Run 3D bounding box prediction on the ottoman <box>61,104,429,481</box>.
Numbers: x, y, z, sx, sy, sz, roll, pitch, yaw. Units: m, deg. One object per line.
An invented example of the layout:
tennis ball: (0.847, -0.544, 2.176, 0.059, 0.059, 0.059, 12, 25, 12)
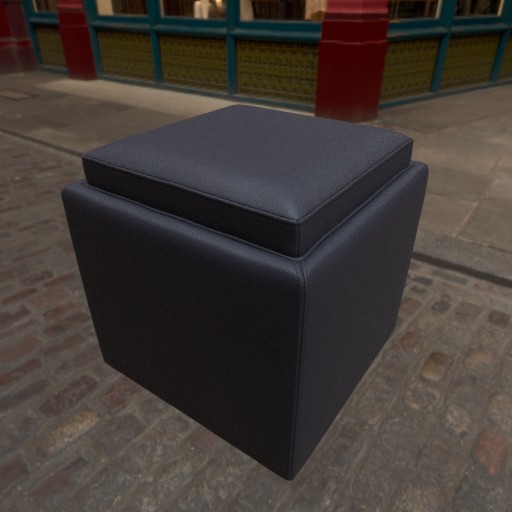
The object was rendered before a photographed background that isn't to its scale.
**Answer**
ottoman: (0.000, 0.000, 0.805, 0.451, 0.460, 0.450, 20, 37, 29)
